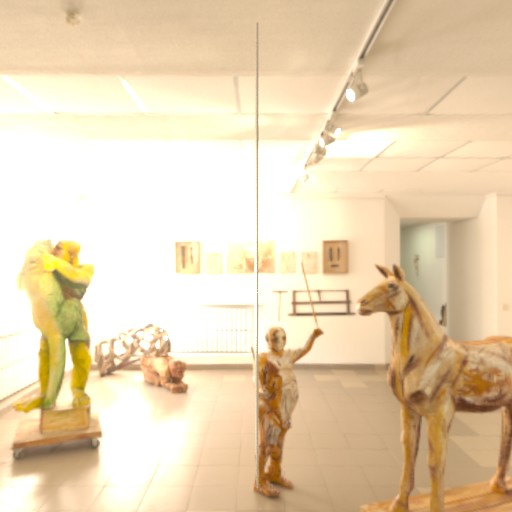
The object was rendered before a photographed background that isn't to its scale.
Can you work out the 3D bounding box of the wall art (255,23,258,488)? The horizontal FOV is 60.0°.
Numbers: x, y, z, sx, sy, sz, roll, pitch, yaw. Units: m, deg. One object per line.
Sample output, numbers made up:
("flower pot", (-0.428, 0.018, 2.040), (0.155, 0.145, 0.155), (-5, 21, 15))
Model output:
("wall art", (0.000, 0.000, 0.809), (0.003, 0.609, 0.457), (0, -1, 0))
